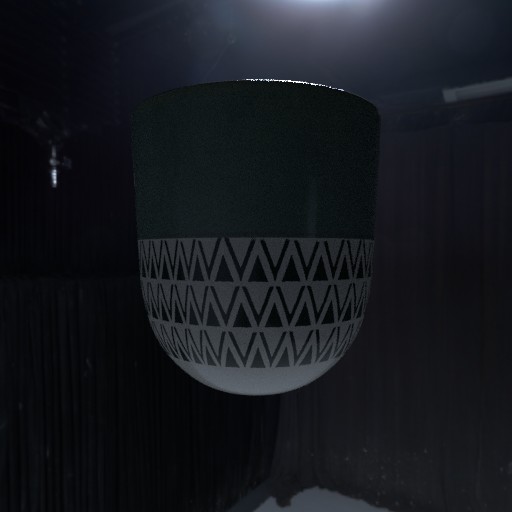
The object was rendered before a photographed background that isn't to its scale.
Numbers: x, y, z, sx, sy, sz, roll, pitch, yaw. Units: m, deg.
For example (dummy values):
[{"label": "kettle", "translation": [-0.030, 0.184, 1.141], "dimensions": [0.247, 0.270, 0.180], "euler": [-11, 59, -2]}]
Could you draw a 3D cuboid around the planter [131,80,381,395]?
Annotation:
[{"label": "planter", "translation": [0.000, 0.000, 0.366], "dimensions": [0.198, 0.214, 0.198], "euler": [0, 1, 0]}]
